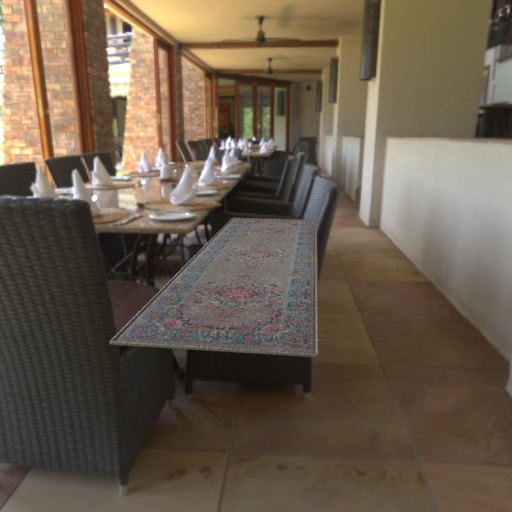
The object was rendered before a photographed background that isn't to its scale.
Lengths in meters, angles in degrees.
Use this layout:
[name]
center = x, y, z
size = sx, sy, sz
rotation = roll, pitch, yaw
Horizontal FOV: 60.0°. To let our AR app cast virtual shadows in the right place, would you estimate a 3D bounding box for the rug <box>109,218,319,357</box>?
[rug]
center = 0.000, 0.000, 2.011
size = 0.553, 0.012, 1.827
rotation = 2, 15, 7
